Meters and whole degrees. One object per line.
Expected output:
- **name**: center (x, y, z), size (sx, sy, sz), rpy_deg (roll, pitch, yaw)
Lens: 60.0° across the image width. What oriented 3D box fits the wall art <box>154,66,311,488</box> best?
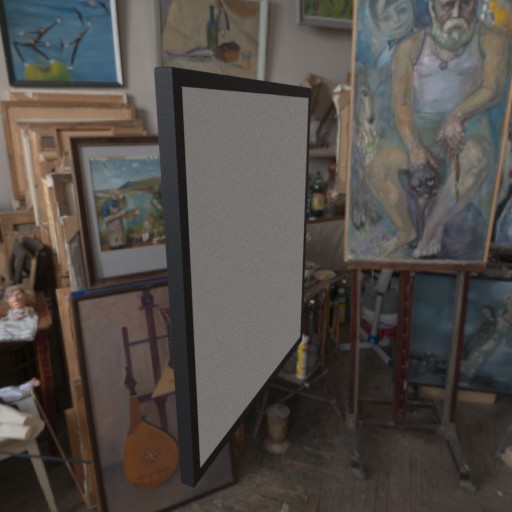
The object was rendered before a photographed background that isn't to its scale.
- **wall art**: center (0.000, 0.000, 0.691), size (0.021, 0.509, 0.430), rpy_deg (8, 20, 23)
